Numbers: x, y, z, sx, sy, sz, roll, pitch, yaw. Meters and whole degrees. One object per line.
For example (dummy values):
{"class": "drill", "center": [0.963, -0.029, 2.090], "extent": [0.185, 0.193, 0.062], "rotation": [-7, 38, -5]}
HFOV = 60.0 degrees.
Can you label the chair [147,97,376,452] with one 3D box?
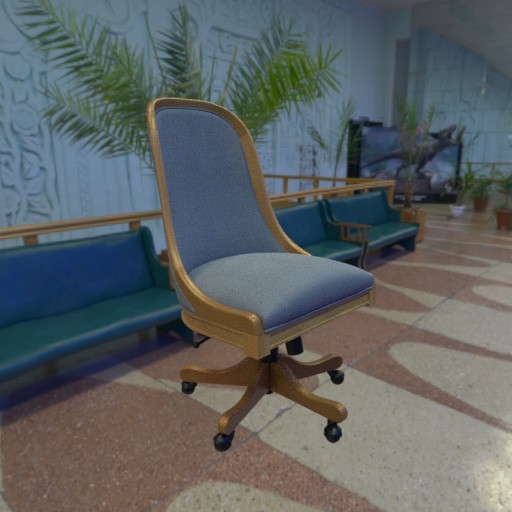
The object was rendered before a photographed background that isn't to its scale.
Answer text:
{"class": "chair", "center": [0.000, 0.000, 1.457], "extent": [0.735, 1.031, 0.605], "rotation": [13, 19, 43]}
